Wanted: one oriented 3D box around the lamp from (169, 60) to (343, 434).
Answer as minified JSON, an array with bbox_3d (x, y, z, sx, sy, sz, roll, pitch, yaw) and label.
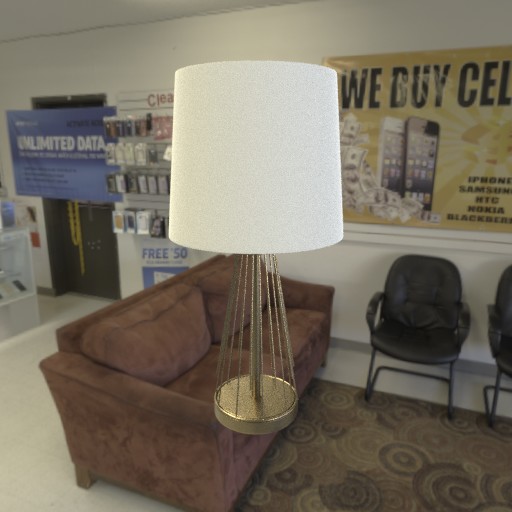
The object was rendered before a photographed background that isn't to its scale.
[{"bbox_3d":[0.000,0.000,0.794,0.303,0.618,0.303,0,14,0],"label":"lamp"}]
